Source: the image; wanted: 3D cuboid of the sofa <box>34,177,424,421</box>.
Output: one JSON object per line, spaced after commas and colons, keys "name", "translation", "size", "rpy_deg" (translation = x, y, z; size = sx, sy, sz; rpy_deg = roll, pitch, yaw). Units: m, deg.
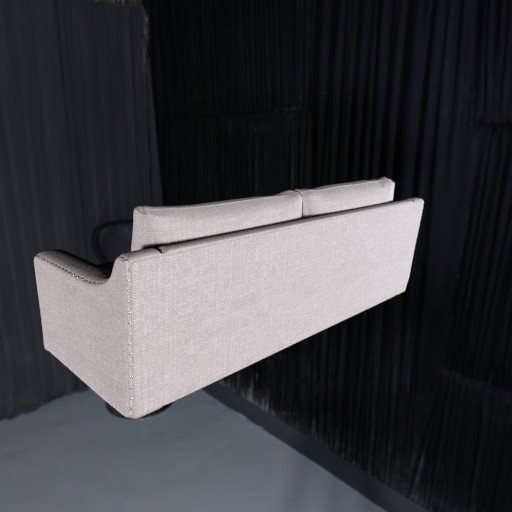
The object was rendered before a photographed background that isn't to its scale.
{"name": "sofa", "translation": [0.000, 0.000, 2.652], "size": [2.208, 0.857, 1.000], "rpy_deg": [-14, 20, -42]}
